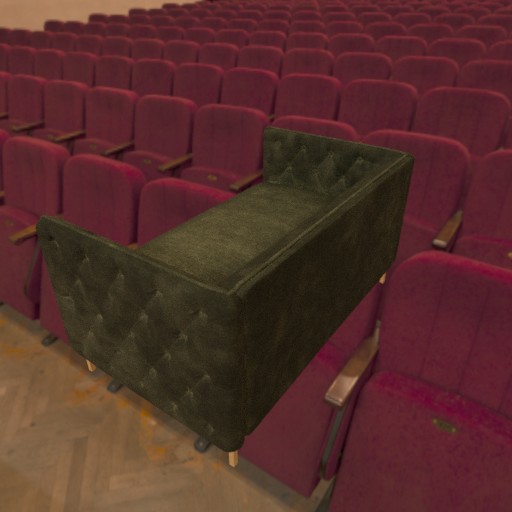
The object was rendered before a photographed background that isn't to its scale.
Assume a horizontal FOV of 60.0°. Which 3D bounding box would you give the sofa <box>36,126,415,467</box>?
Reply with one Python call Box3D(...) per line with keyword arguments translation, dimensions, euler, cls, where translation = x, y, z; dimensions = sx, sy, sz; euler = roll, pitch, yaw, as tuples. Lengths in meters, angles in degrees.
Box3D(translation=(0.000, 0.000, 2.062), dimensions=(0.895, 0.768, 1.537), euler=(20, 36, 30), cls="sofa")
